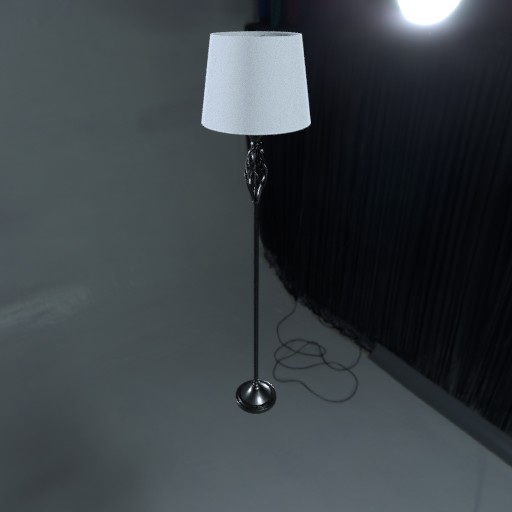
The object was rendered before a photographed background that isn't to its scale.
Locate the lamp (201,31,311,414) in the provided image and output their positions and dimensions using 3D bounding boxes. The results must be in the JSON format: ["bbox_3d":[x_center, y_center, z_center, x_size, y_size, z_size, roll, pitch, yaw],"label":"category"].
[{"bbox_3d":[0.000,0.000,1.809,0.379,1.623,0.379,0,30,0],"label":"lamp"}]
